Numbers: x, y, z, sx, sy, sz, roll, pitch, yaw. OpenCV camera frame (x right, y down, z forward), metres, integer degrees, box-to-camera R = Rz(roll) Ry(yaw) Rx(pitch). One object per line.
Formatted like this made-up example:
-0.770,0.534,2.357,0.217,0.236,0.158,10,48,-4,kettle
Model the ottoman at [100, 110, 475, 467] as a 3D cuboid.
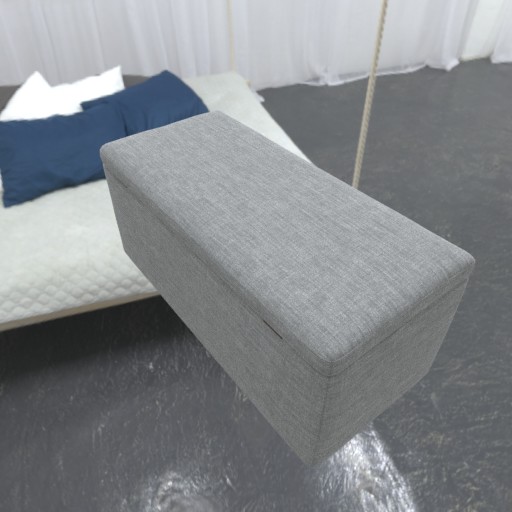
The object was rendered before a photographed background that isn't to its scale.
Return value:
0.000,0.000,1.140,0.419,0.432,0.902,-27,48,-28,ottoman
